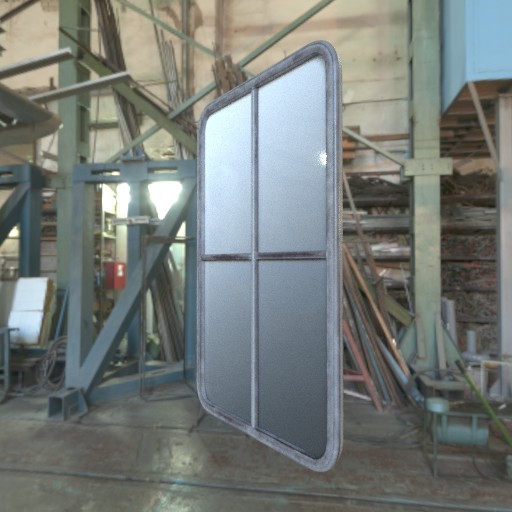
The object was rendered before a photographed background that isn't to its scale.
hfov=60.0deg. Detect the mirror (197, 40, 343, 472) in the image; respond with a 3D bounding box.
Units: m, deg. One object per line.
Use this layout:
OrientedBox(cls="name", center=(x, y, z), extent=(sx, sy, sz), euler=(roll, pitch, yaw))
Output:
OrientedBox(cls="mirror", center=(0.000, 0.000, 0.882), extent=(0.024, 0.713, 0.461), euler=(1, -1, -35))
